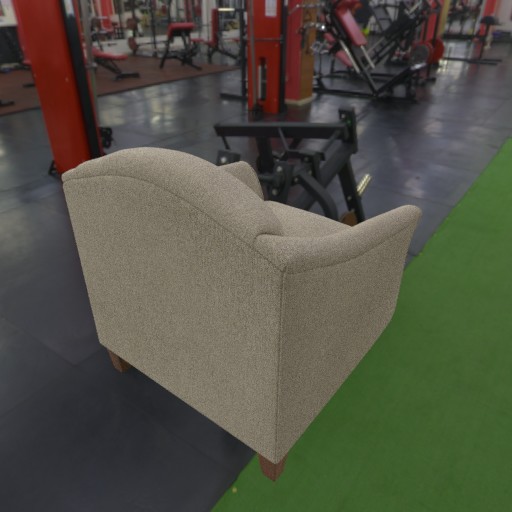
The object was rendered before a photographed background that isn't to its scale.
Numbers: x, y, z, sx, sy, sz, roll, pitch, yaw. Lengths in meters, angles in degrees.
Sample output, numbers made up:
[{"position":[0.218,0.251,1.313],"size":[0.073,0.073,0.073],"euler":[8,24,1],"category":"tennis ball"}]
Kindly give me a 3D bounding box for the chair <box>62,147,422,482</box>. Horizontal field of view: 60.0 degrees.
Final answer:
[{"position":[0.000,0.000,1.416],"size":[0.763,0.839,0.787],"euler":[22,37,32],"category":"chair"}]
